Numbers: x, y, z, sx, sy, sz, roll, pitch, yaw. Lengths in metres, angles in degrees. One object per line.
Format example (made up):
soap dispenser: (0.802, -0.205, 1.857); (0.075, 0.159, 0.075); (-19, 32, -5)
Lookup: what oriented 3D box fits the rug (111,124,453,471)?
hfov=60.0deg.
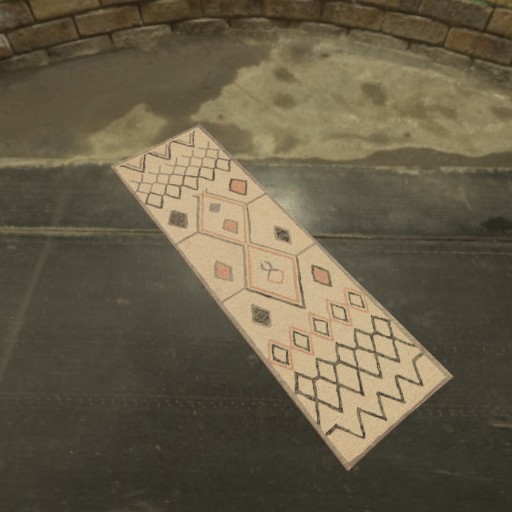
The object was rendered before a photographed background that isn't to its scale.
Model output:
rug: (0.000, 0.000, 2.716); (0.750, 0.011, 2.435); (-32, 62, -19)
